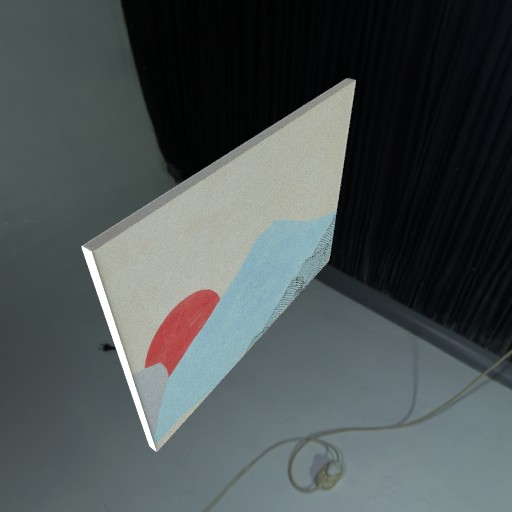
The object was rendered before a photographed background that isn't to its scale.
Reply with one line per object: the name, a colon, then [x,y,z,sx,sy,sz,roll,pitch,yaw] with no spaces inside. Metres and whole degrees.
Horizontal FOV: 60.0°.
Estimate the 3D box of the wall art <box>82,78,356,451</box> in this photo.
wall art: [0.000,0.000,1.604,0.042,0.912,1.219,26,48,26]
